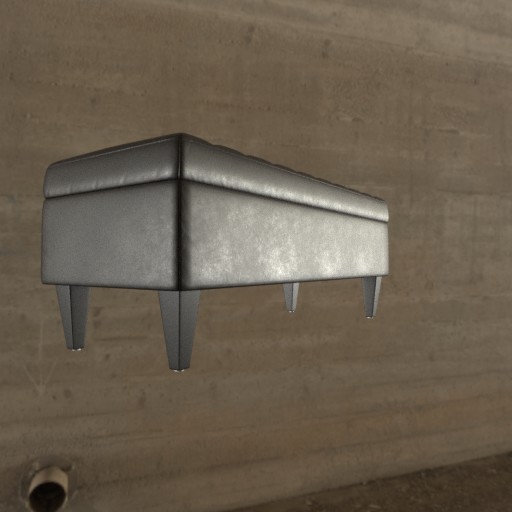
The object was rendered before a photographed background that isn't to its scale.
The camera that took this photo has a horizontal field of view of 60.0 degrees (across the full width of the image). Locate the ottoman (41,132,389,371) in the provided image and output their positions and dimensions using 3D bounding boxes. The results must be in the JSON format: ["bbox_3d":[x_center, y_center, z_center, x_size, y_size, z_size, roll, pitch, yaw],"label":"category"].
[{"bbox_3d":[0.000,0.000,1.403,0.482,0.469,1.151,-1,-1,35],"label":"ottoman"}]
